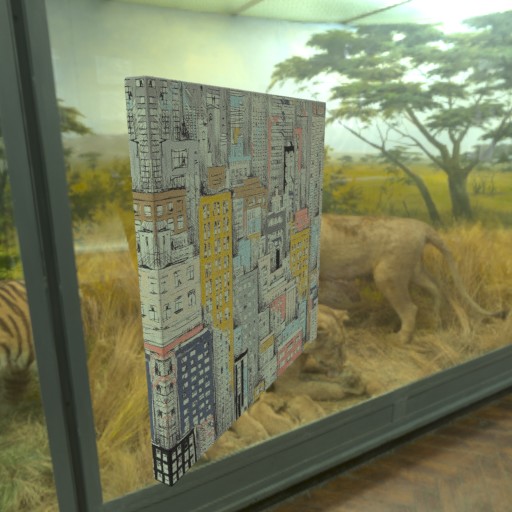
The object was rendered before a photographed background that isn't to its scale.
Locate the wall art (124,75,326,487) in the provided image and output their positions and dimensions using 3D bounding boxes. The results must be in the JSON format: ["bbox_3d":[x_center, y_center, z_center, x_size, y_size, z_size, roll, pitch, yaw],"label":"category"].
[{"bbox_3d":[0.000,0.000,1.102,0.048,0.762,0.761,9,18,28],"label":"wall art"}]
